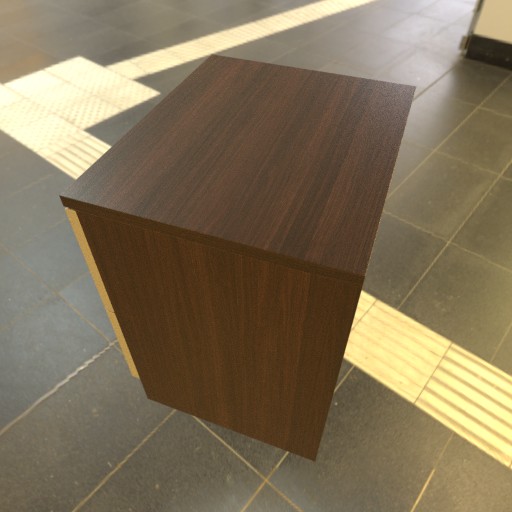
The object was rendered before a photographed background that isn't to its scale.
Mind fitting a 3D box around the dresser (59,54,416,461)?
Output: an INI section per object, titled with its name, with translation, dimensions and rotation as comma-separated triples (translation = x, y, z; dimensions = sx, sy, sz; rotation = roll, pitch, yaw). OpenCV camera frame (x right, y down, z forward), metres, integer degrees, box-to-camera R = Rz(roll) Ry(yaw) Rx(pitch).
[dresser]
translation = 0.000, 0.000, 0.743
dimensions = 0.360, 0.470, 0.400
rotation = 15, 48, 14
